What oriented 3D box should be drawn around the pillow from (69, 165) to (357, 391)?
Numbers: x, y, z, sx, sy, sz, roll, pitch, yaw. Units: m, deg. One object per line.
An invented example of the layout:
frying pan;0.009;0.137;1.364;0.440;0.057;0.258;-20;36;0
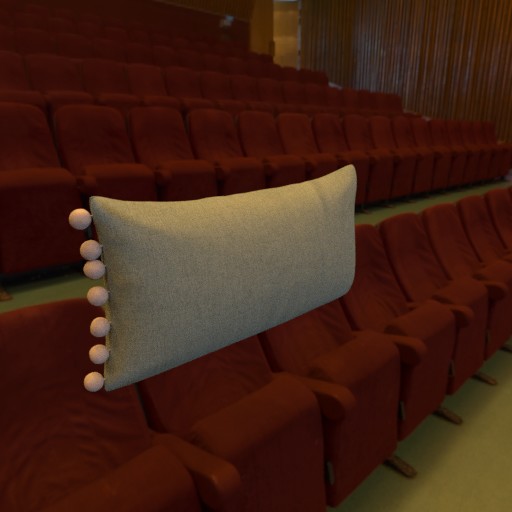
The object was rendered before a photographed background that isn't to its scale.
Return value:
pillow;0.000;0.000;0.869;0.709;0.322;0.201;-15;21;-43
